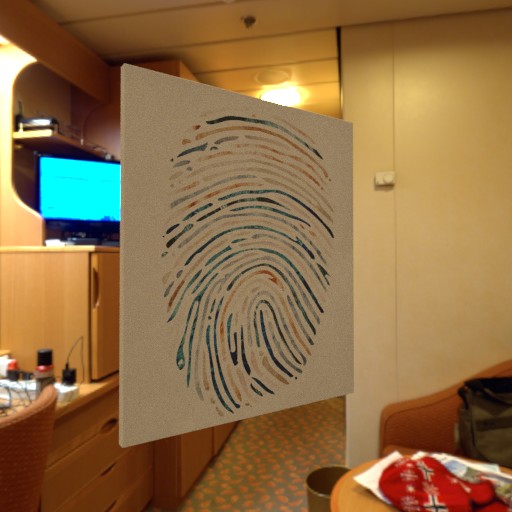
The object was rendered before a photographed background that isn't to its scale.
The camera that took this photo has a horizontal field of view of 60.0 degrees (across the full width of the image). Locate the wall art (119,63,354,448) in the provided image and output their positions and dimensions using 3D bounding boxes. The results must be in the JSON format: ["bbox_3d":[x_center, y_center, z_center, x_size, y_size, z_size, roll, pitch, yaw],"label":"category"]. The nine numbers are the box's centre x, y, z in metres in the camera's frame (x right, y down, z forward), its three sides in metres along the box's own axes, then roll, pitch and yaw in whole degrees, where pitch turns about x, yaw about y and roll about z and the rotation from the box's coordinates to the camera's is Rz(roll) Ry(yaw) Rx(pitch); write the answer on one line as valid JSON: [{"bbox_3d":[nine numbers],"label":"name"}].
[{"bbox_3d":[0.000,0.000,1.000,0.609,0.710,0.021,1,-1,-35],"label":"wall art"}]
